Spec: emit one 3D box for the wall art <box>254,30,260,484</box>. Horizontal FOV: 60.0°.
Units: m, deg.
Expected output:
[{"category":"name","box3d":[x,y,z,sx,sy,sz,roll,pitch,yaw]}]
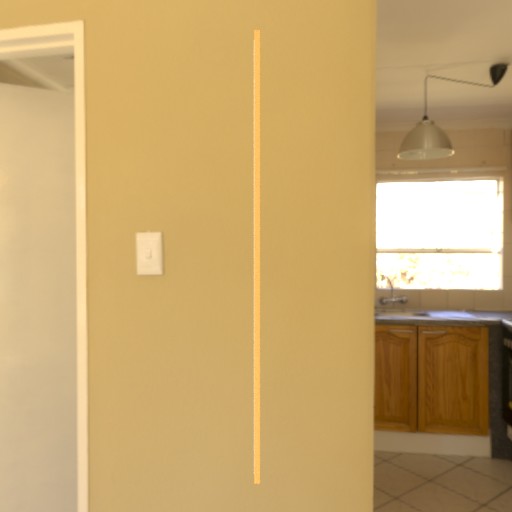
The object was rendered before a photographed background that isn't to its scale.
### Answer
[{"category":"wall art","box3d":[0.000,0.000,1.418,0.013,0.959,0.962,0,0,0]}]
